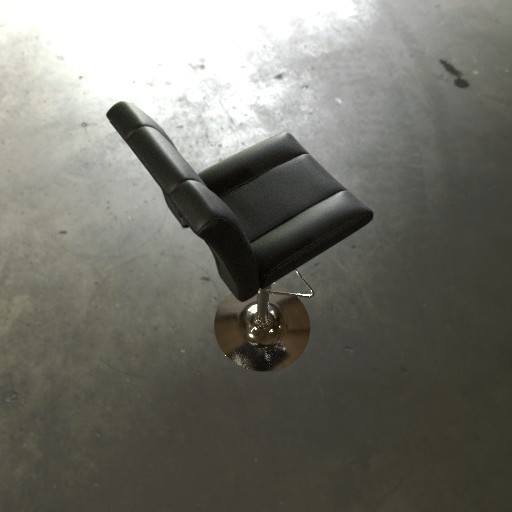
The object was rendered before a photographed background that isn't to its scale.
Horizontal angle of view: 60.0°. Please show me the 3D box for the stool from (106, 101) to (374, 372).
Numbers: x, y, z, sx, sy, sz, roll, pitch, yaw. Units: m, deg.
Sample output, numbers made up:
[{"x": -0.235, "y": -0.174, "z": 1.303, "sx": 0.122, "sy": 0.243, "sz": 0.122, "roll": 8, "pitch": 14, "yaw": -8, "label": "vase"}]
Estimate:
[{"x": 0.000, "y": 0.000, "z": 1.398, "sx": 0.520, "sy": 1.151, "sz": 0.415, "roll": -30, "pitch": 62, "yaw": -18, "label": "stool"}]
